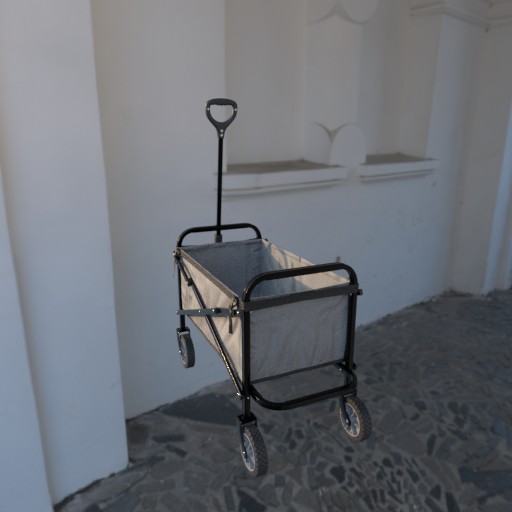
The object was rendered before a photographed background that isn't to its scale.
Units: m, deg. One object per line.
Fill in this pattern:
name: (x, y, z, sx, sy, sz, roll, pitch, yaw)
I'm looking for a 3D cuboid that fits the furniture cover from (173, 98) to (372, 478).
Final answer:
furniture cover: (0.000, 0.000, 1.849, 0.532, 1.295, 1.038, -7, 17, -24)
